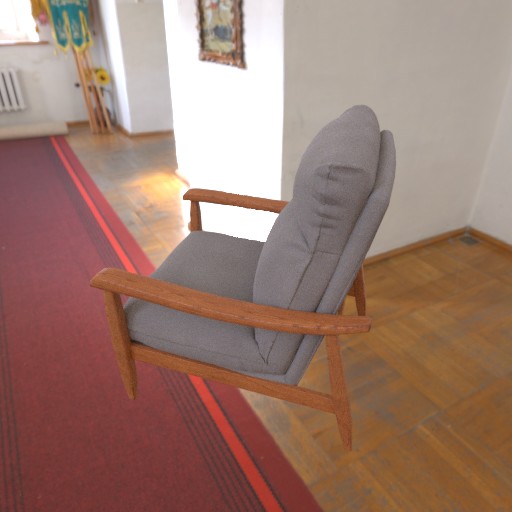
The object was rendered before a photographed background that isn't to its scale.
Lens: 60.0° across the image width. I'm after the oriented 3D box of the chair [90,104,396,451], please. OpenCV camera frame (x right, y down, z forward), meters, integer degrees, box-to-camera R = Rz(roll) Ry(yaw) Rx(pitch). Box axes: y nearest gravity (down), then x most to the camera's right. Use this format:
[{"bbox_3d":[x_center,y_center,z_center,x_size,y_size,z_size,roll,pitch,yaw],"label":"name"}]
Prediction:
[{"bbox_3d":[0.000,0.000,1.525,0.816,0.922,0.782,8,32,13],"label":"chair"}]
